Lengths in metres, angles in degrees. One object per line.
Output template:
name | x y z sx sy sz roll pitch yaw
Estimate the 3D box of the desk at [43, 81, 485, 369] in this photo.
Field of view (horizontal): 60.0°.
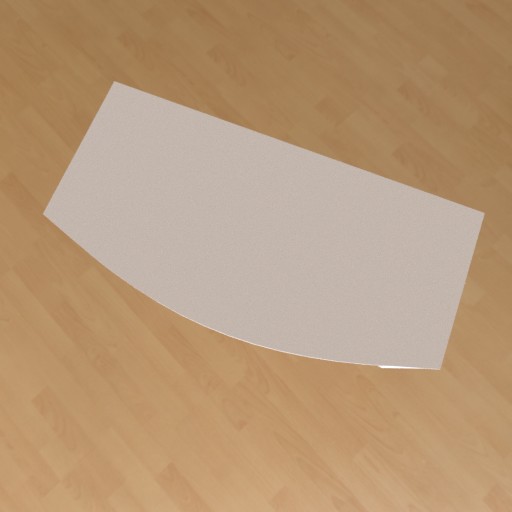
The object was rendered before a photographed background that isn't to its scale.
desk | 0.000 0.000 2.071 1.600 0.750 0.802 21 77 5
